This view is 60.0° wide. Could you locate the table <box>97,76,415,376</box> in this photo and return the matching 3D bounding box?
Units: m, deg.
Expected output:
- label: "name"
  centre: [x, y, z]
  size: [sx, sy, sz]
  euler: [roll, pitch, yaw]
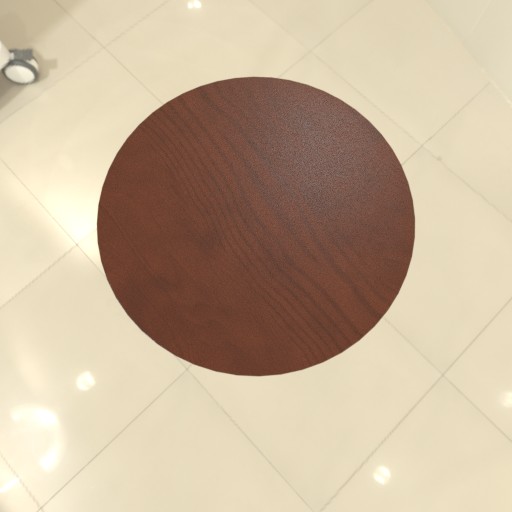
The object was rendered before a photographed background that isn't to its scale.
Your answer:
- label: "table"
  centre: [0.000, 0.000, 1.125]
  size: [0.597, 0.612, 0.597]
  euler: [0, 74, 0]
